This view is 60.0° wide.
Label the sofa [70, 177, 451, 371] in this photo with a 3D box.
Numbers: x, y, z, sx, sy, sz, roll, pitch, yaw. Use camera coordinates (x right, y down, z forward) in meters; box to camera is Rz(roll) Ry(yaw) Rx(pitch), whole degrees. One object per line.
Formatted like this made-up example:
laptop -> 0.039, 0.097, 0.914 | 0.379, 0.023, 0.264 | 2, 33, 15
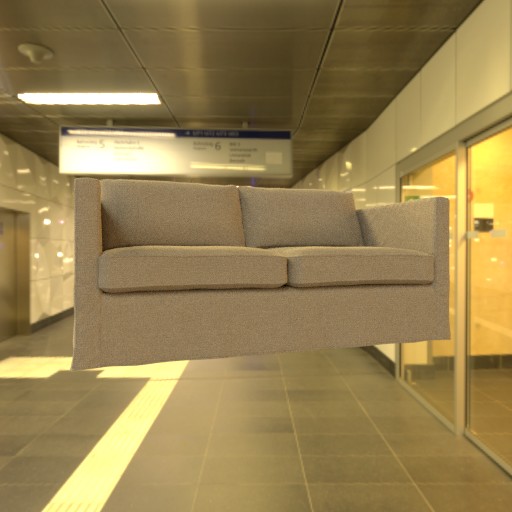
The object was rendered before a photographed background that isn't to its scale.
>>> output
sofa -> 0.000, 0.000, 2.325 | 1.766, 0.828, 0.956 | 0, 0, -20
